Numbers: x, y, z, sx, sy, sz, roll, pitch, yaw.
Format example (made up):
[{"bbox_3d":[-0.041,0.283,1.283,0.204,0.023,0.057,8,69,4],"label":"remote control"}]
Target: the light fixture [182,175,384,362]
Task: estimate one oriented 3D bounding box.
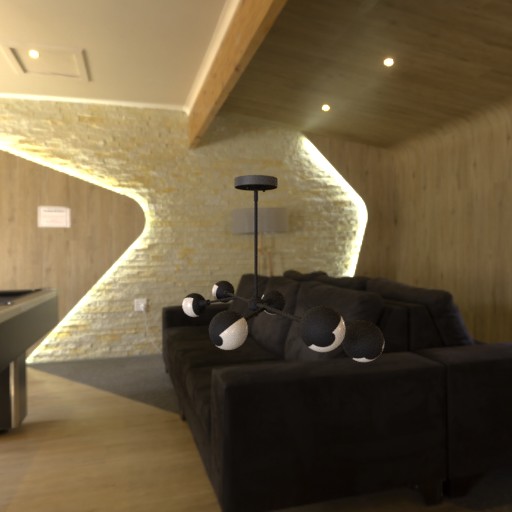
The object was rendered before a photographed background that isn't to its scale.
[{"bbox_3d":[0.000,0.000,1.040,0.434,0.362,0.778,0,0,0],"label":"light fixture"}]
